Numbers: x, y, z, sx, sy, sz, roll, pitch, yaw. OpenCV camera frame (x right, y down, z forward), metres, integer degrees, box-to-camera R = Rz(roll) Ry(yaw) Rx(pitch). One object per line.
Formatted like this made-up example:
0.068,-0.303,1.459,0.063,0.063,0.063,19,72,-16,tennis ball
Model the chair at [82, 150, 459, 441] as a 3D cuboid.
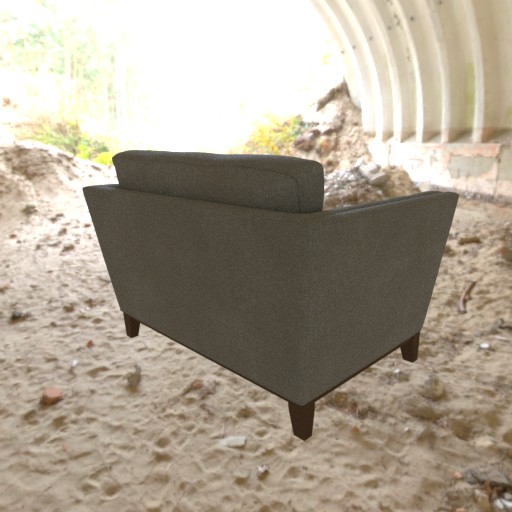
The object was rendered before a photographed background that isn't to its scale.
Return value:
0.000,0.000,2.032,0.965,0.942,1.396,-14,20,-43,chair
